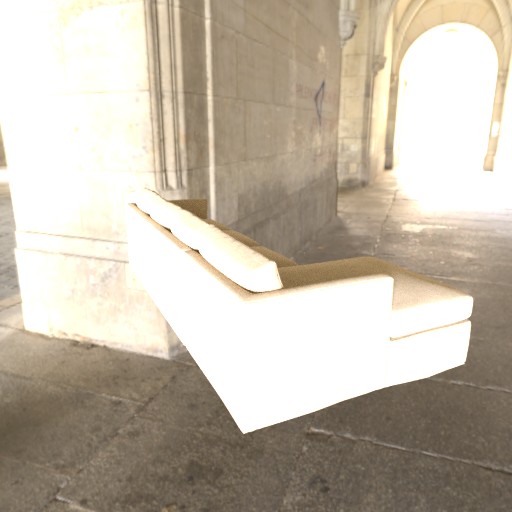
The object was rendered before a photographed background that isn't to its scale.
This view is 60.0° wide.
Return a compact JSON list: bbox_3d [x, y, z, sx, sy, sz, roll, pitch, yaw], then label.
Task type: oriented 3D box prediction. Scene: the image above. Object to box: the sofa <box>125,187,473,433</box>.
[{"bbox_3d":[0.000,0.000,3.834,1.650,0.922,3.205,-7,18,-24],"label":"sofa"}]
